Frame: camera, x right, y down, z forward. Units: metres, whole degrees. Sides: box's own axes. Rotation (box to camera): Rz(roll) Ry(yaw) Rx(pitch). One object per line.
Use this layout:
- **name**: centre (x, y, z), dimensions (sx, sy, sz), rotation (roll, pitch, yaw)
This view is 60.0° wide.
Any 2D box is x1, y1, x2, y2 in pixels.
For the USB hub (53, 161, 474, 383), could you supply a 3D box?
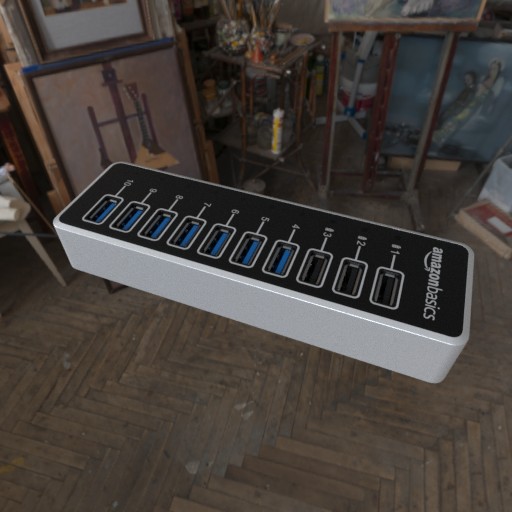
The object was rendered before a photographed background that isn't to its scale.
- **USB hub**: centre (0.000, 0.000, 0.164), dimensions (0.145, 0.023, 0.044), rotation (16, 48, 14)
